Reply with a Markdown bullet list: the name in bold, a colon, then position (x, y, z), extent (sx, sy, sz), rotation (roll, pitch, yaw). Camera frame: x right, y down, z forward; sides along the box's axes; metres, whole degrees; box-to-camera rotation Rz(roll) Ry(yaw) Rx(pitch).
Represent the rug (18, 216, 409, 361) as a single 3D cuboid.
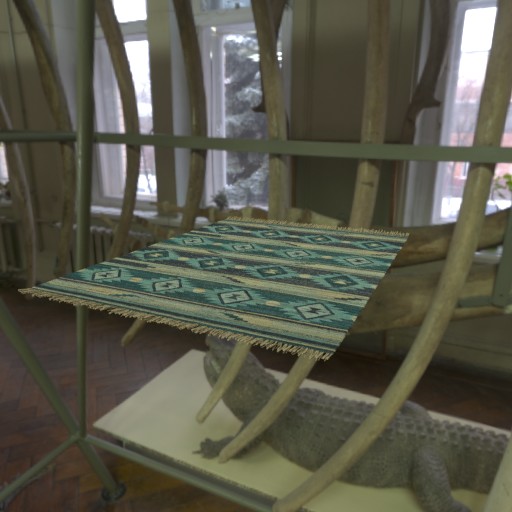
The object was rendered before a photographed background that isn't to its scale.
- **rug**: position (0.000, 0.000, 4.246), extent (2.418, 0.047, 3.307), rotation (7, 17, 25)
